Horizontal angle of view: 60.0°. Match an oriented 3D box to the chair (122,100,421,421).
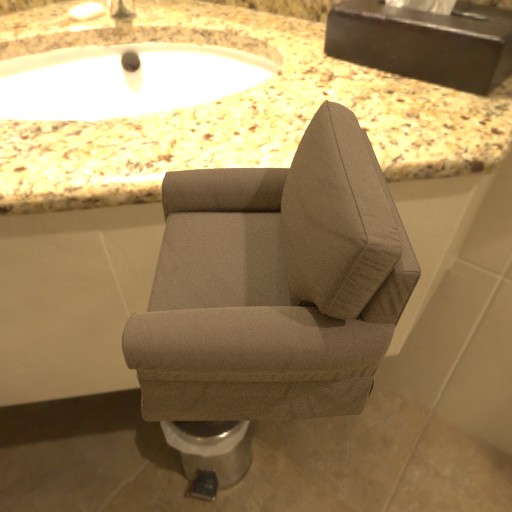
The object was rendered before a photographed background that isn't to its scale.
[{"bbox_3d":[0.000,0.000,1.898,0.988,1.017,1.135,0,43,0],"label":"chair"}]
